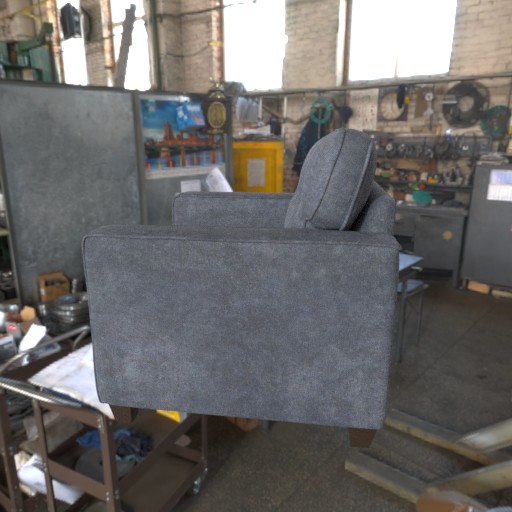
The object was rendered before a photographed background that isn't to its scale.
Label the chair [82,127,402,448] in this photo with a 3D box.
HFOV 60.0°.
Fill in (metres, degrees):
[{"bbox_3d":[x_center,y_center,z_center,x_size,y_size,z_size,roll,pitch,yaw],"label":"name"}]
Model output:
[{"bbox_3d":[0.000,0.000,1.747,0.939,0.965,1.015,2,16,8],"label":"chair"}]
